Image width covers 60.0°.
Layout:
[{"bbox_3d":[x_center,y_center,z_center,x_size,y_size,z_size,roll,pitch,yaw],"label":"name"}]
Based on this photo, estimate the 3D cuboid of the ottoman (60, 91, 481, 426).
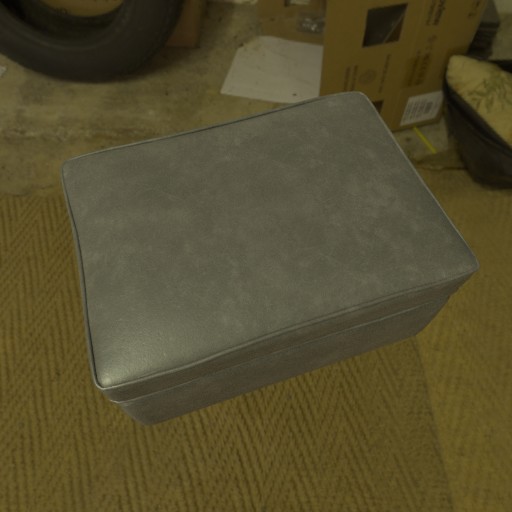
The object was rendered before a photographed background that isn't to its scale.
[{"bbox_3d":[0.000,0.000,1.078,0.756,0.445,0.554,-16,61,-9],"label":"ottoman"}]
